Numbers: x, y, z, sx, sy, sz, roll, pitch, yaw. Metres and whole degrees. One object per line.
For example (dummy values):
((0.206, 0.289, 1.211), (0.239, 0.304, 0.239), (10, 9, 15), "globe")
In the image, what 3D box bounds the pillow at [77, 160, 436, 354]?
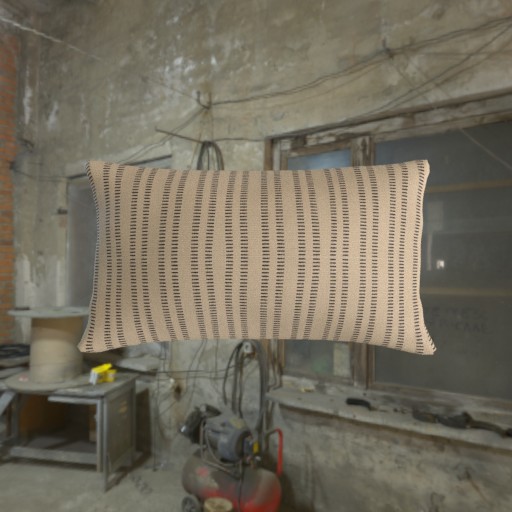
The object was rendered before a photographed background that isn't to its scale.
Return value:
((0.000, 0.000, 0.813), (0.640, 0.353, 0.210), (0, -2, 1), "pillow")
